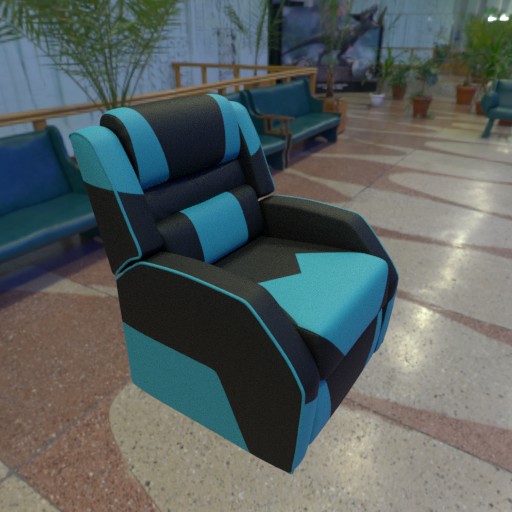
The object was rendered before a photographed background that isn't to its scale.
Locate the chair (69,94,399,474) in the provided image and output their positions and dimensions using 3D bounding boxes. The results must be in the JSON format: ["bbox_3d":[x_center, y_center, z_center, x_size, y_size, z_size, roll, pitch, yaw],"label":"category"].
[{"bbox_3d":[0.000,0.000,1.262,0.672,0.805,0.620,17,32,30],"label":"chair"}]
